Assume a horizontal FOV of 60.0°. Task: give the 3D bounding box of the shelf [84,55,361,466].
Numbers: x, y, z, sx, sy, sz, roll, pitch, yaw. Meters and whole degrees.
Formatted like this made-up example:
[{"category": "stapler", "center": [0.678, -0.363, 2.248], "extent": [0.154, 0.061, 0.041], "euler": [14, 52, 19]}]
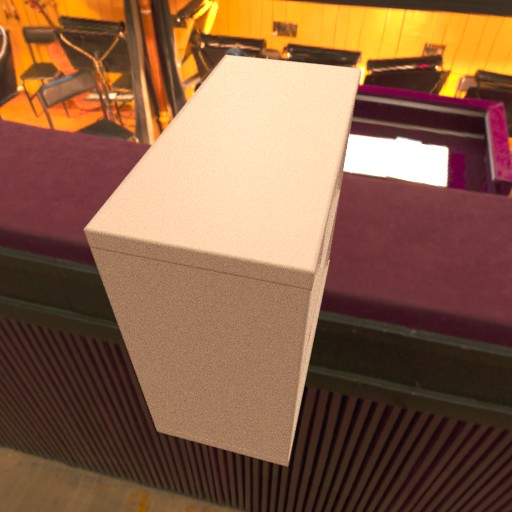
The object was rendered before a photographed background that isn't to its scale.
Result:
[{"category": "shelf", "center": [0.000, 0.000, 1.255], "extent": [0.390, 0.786, 0.790], "euler": [10, 46, 10]}]
